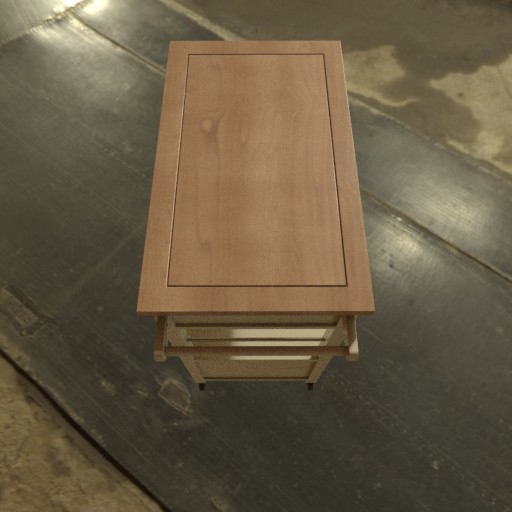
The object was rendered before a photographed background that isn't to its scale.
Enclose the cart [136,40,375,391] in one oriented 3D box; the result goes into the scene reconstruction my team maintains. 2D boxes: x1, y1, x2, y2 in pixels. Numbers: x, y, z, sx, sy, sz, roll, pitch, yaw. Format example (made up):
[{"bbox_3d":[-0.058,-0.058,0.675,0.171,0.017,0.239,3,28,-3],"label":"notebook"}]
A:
[{"bbox_3d":[0.000,0.000,1.403,0.459,0.901,0.840,0,63,0],"label":"cart"}]
